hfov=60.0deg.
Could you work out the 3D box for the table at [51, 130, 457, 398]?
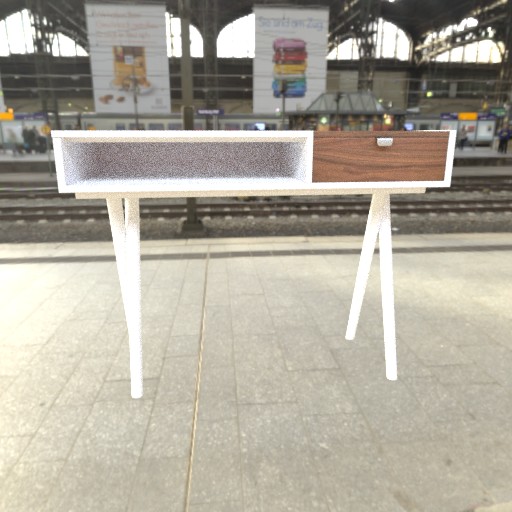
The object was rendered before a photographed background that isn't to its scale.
[{"bbox_3d":[0.000,0.000,1.443,1.066,0.785,0.418,-2,15,-7],"label":"table"}]
